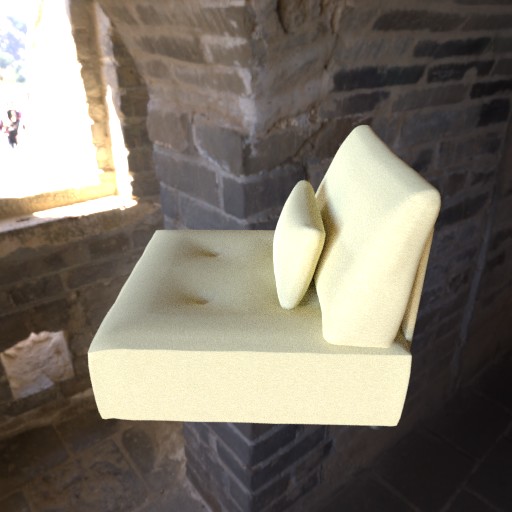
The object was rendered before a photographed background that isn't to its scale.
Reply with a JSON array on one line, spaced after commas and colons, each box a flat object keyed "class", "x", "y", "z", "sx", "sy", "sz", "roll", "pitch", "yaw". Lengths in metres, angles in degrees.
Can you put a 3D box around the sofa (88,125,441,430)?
[{"class": "sofa", "x": 0.000, "y": 0.000, "z": 1.684, "sx": 1.000, "sy": 0.820, "sz": 0.930, "roll": 1, "pitch": 27, "yaw": 2}]
